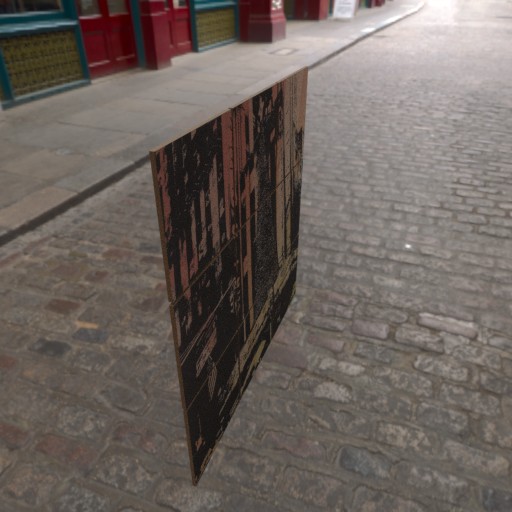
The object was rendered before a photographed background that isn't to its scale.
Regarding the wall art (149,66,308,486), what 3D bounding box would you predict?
[{"bbox_3d":[0.000,0.000,2.172,0.017,1.521,1.527,11,33,18],"label":"wall art"}]
